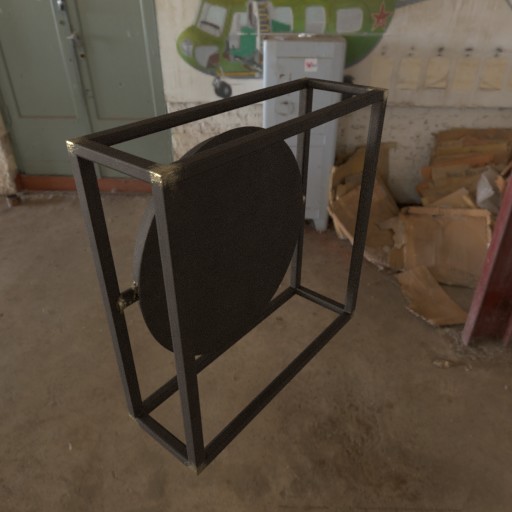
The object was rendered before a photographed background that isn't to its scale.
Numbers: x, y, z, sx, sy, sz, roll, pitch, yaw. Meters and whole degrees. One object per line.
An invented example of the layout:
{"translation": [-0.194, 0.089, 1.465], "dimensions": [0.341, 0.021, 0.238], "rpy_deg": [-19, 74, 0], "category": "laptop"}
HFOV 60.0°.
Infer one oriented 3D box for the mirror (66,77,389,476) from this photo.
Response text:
{"translation": [0.000, 0.000, 0.469], "dimensions": [0.107, 0.303, 0.306], "rpy_deg": [23, 39, 32], "category": "mirror"}
